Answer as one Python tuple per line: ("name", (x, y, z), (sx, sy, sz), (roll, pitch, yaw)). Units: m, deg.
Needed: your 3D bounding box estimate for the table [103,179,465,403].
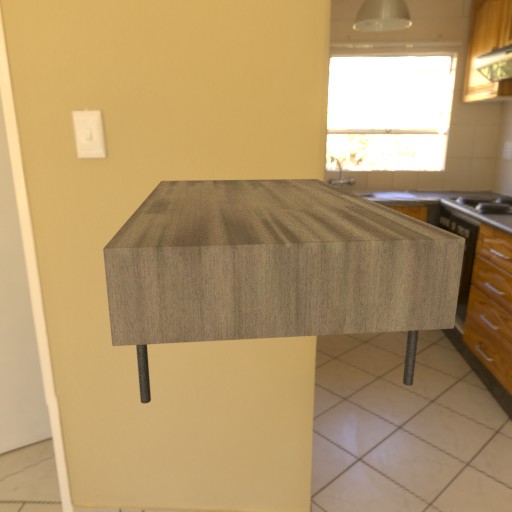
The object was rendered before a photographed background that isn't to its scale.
("table", (0.000, 0.000, 1.337), (0.643, 0.347, 1.088), (-2, 16, -6))
